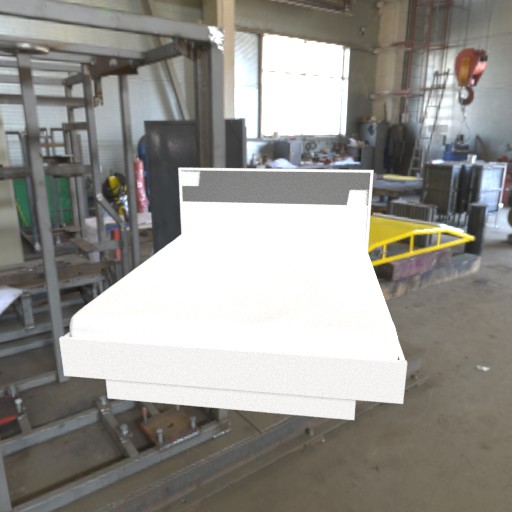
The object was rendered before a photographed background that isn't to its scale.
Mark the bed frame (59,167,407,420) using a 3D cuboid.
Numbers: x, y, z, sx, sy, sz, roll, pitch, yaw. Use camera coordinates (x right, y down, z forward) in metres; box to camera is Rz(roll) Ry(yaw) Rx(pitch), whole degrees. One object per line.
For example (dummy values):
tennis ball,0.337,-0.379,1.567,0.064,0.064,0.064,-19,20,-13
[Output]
bed frame,0.000,0.000,3.034,1.711,1.001,2.100,2,16,8
